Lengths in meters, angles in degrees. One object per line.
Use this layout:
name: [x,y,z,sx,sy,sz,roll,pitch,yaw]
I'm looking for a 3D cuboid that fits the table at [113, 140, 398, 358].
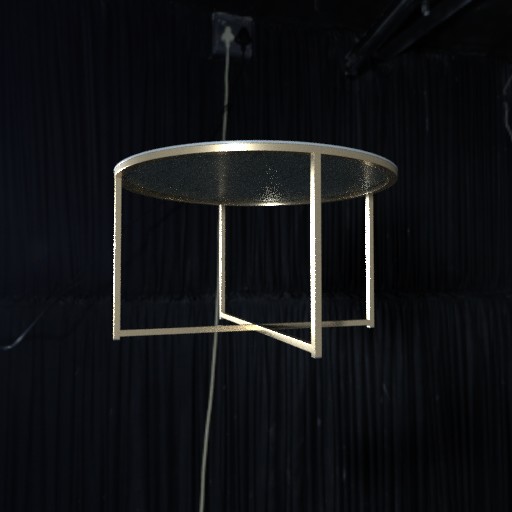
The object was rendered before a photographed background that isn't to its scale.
table: [0.000,0.000,1.305,0.800,0.450,0.800,0,-2,0]
